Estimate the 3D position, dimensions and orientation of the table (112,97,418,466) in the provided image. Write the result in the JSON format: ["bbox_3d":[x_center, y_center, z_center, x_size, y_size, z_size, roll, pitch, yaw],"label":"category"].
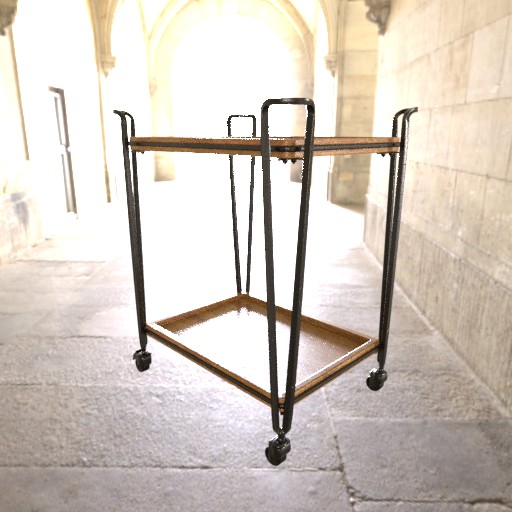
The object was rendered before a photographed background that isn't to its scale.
[{"bbox_3d":[0.000,0.000,1.244,0.505,0.785,0.672,-15,22,-43],"label":"table"}]
